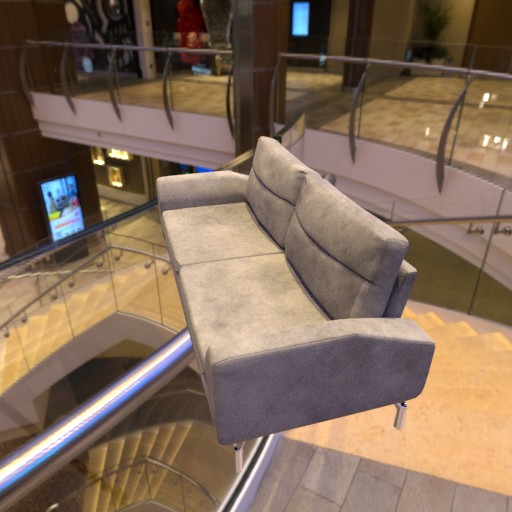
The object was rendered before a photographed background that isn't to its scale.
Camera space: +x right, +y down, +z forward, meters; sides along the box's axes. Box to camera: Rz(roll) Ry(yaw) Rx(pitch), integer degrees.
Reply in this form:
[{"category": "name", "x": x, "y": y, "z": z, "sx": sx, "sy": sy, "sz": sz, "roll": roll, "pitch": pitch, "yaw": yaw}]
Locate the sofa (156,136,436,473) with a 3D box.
[{"category": "sofa", "x": 0.000, "y": 0.000, "z": 2.307, "sx": 0.849, "sy": 0.859, "sz": 1.837, "roll": -8, "pitch": 30, "yaw": -14}]
